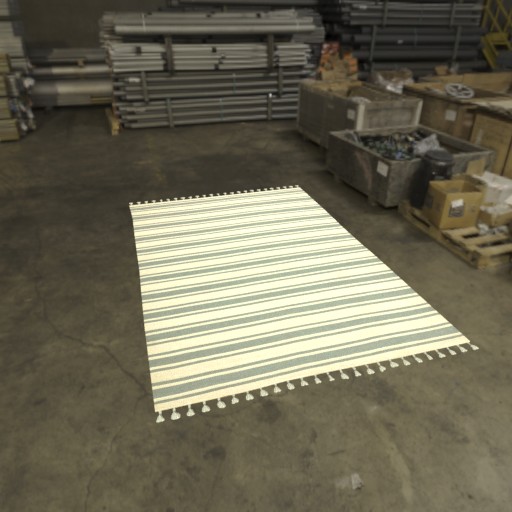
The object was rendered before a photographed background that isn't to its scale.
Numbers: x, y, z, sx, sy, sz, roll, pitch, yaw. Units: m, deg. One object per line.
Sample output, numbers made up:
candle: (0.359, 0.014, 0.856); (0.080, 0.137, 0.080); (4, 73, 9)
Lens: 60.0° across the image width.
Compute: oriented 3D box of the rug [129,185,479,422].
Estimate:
rug: (0.000, 0.000, 2.955); (1.539, 0.011, 2.410); (-8, 30, -14)
